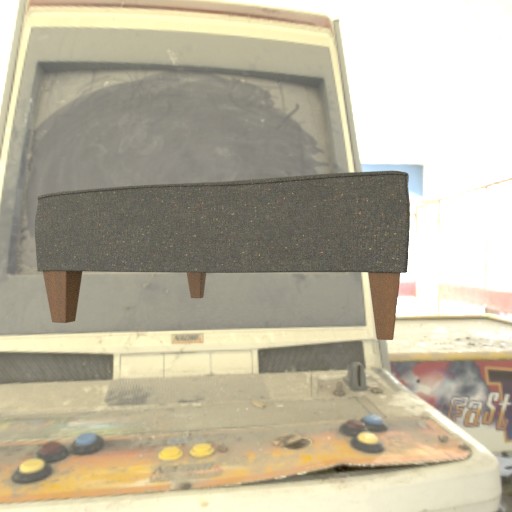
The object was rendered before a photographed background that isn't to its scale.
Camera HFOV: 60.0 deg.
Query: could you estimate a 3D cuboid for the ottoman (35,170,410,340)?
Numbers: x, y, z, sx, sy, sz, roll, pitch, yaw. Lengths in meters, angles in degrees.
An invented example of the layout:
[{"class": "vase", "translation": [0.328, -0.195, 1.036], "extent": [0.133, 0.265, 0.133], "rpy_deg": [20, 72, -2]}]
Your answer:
[{"class": "ottoman", "translation": [0.000, 0.000, 1.545], "extent": [1.004, 0.382, 0.968], "rpy_deg": [0, -1, 18]}]
